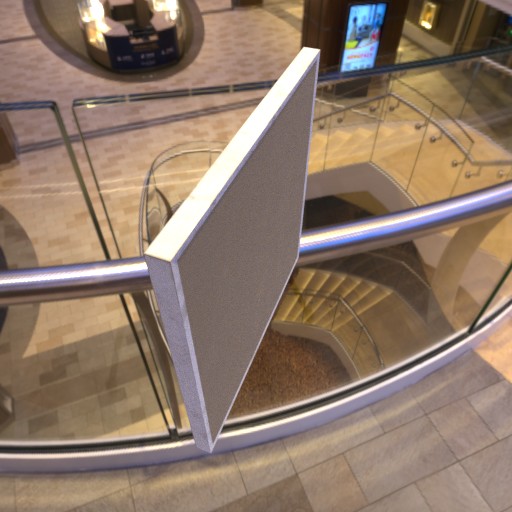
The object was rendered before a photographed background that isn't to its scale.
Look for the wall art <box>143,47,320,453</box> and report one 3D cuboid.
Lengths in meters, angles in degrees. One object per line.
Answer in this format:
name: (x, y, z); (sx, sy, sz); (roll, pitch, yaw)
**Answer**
wall art: (0.000, 0.000, 0.761); (0.029, 0.506, 0.508); (16, 49, 14)
